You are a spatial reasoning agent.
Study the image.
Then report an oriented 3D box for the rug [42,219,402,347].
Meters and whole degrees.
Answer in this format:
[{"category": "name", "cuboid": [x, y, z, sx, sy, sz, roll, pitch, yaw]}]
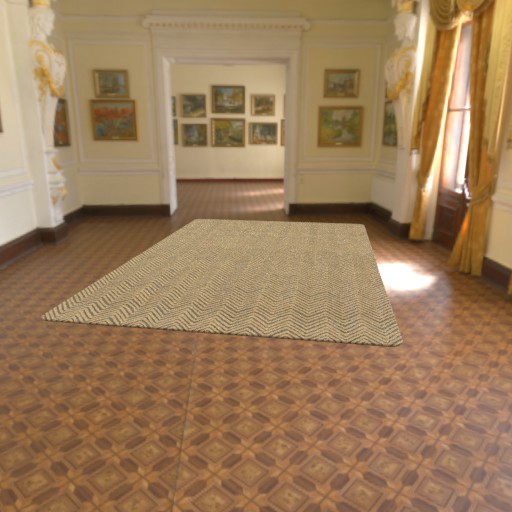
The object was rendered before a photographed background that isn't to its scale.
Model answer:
[{"category": "rug", "cuboid": [0.000, 0.000, 2.175, 1.144, 0.008, 1.752, 3, 16, 9]}]
